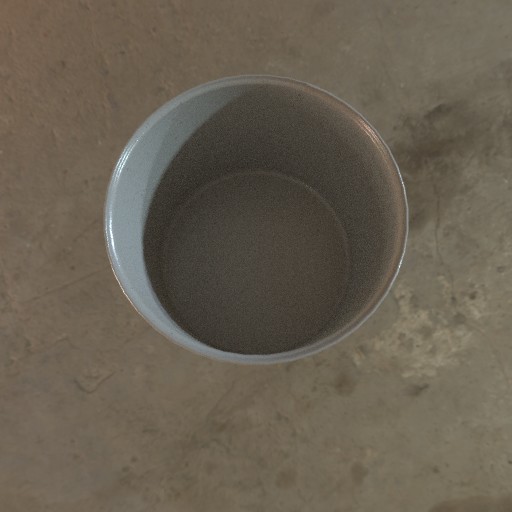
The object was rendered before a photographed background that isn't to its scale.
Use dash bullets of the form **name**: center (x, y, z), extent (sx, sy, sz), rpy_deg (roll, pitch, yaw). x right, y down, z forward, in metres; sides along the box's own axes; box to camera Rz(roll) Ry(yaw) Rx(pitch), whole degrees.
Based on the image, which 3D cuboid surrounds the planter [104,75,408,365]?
- **planter**: center (0.000, 0.000, 0.274), extent (0.130, 0.178, 0.130), rpy_deg (0, 77, 0)
